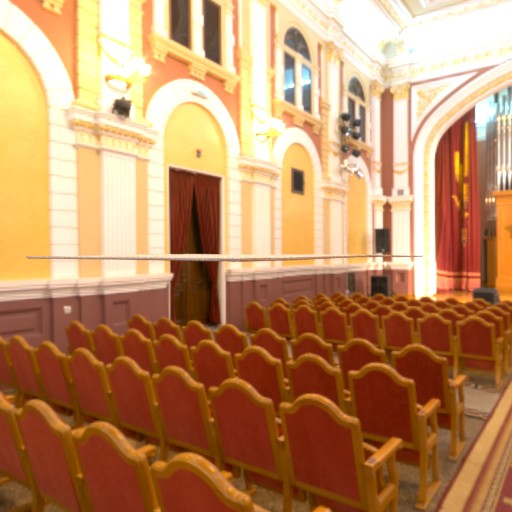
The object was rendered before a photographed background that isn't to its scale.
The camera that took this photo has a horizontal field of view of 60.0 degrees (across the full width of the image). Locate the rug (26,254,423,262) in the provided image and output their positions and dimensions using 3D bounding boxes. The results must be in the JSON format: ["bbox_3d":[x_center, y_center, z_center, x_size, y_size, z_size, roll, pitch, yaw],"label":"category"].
[{"bbox_3d":[0.000,0.000,3.022,1.574,0.029,2.346,0,1,36],"label":"rug"}]
